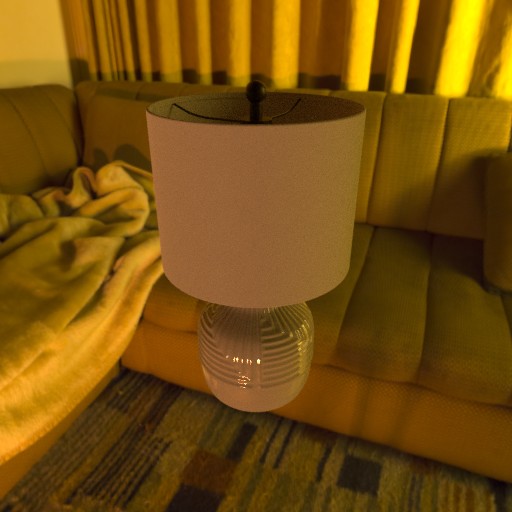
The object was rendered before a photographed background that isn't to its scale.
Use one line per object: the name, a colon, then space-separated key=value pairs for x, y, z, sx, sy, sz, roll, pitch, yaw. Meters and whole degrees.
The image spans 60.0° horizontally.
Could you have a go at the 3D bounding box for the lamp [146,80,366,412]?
lamp: x=0.000 y=0.000 z=0.765 sx=0.318 sy=0.567 sz=0.318 roll=0 pitch=27 yaw=0
